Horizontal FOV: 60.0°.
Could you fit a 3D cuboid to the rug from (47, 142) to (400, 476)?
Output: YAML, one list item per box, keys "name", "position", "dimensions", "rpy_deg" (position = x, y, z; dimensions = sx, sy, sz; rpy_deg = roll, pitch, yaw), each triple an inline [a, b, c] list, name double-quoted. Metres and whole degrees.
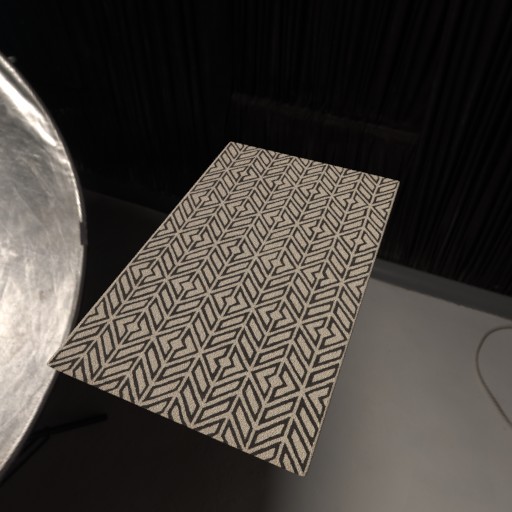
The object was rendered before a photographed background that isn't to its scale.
- name: "rug"
  position: [0.000, 0.000, 3.034]
  dimensions: [1.523, 0.008, 2.438]
  rpy_deg: [17, 49, 15]
